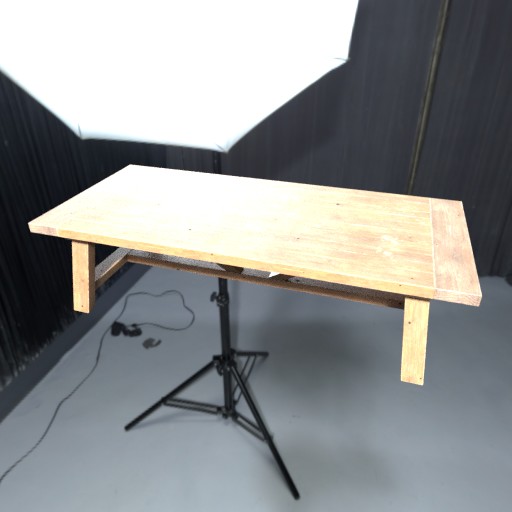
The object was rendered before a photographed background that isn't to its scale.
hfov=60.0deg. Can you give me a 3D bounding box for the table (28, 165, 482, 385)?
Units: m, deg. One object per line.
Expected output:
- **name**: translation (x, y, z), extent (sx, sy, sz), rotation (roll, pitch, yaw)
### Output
- **table**: translation (0.000, 0.000, 2.129), extent (1.800, 0.465, 0.820), rotation (9, 31, 15)
